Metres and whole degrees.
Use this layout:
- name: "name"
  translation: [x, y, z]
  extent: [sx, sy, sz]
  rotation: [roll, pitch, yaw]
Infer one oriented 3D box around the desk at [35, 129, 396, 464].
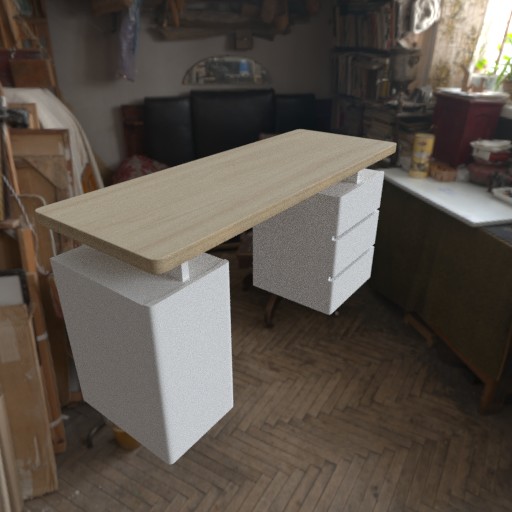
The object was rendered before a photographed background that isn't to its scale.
- name: "desk"
  translation: [0.000, 0.000, 1.881]
  extent: [0.550, 0.755, 1.500]
  rotation: [19, 33, 32]
